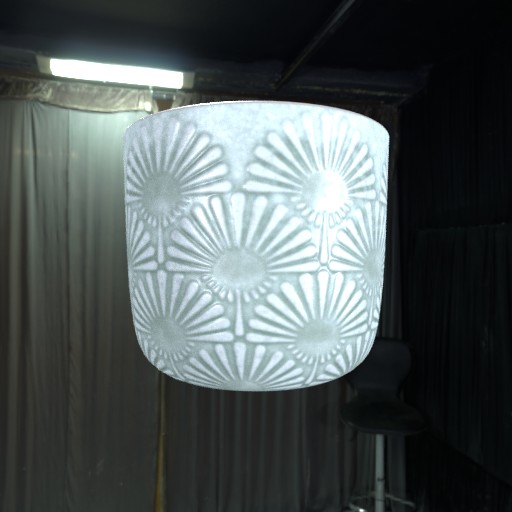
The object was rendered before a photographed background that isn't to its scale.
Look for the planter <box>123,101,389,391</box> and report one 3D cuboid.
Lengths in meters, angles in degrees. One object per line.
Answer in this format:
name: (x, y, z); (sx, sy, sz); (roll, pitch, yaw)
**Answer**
planter: (0.000, 0.000, 0.215); (0.124, 0.109, 0.124); (0, 0, 0)
